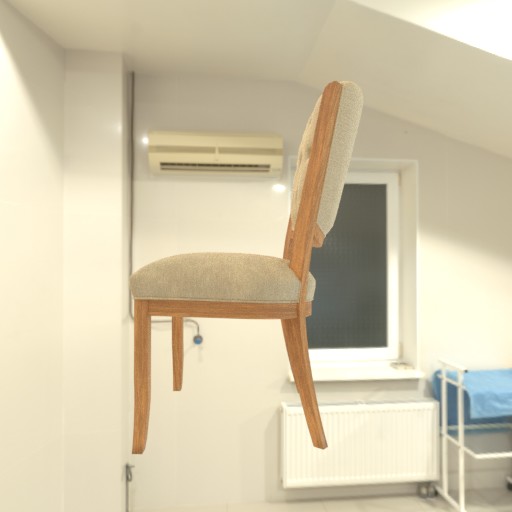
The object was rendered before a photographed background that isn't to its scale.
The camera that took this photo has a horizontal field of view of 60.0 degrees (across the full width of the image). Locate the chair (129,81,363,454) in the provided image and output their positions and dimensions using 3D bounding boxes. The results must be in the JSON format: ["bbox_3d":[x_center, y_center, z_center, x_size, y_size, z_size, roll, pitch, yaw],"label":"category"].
[{"bbox_3d":[0.000,0.000,1.265,0.584,0.905,0.513,0,-1,0],"label":"chair"}]
